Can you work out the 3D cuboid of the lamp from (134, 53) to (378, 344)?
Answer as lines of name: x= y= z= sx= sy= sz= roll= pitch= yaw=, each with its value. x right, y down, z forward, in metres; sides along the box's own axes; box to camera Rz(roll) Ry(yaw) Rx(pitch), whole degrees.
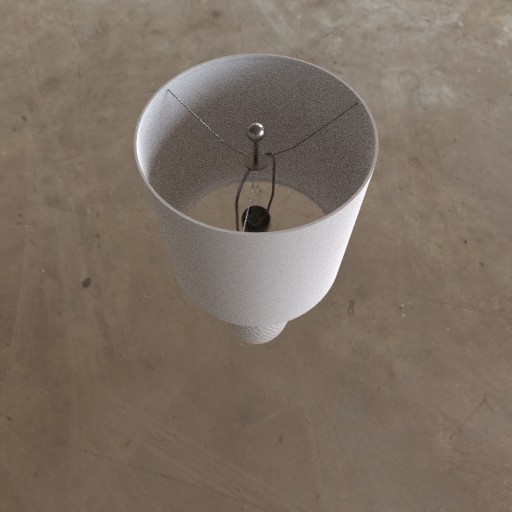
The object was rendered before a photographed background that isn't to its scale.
lamp: x=0.000 y=0.000 z=0.588 sx=0.214 sy=0.466 sz=0.214 roll=32 pitch=66 yaw=17
